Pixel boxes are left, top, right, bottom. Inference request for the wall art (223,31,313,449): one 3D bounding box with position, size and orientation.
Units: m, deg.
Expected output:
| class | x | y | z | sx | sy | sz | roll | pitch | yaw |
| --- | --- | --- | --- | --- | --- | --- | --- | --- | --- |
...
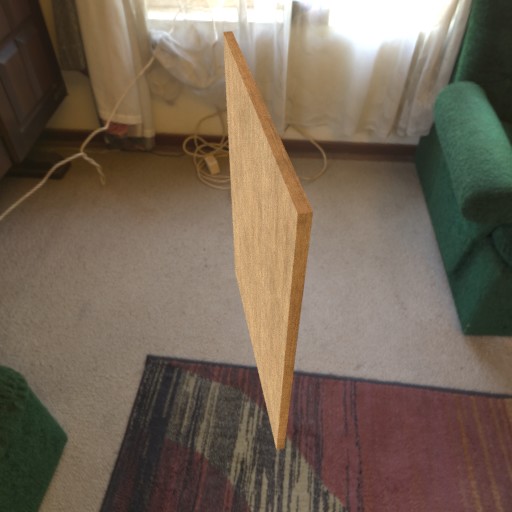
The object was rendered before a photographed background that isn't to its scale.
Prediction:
| class | x | y | z | sx | sy | sz | roll | pitch | yaw |
| --- | --- | --- | --- | --- | --- | --- | --- | --- | --- |
| wall art | 0.000 | 0.000 | 0.909 | 0.018 | 0.686 | 0.534 | -8 | 47 | -8 |
